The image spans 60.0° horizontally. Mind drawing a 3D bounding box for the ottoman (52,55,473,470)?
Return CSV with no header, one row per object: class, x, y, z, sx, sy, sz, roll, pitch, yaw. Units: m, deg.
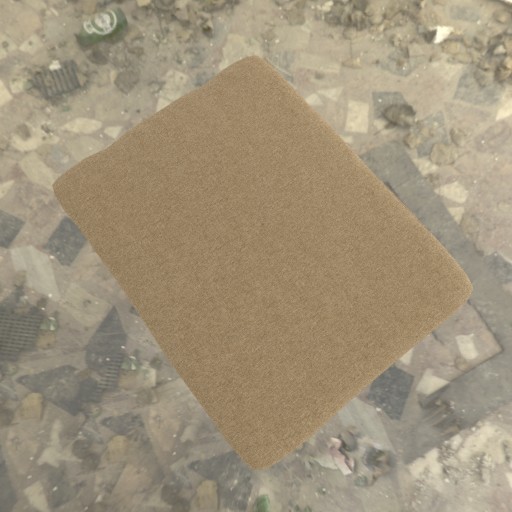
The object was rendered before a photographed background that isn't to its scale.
ottoman,0.000,0.000,1.282,0.692,0.511,0.889,-37,77,-10
